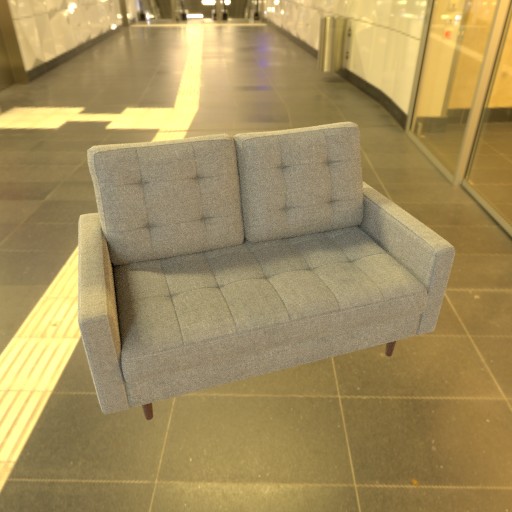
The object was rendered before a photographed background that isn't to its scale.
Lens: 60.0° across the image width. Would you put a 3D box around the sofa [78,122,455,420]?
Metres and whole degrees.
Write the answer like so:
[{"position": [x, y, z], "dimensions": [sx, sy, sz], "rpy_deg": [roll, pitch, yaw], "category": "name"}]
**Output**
[{"position": [0.000, 0.000, 1.903], "dimensions": [1.407, 0.907, 0.842], "rpy_deg": [-10, 33, -16], "category": "sofa"}]
